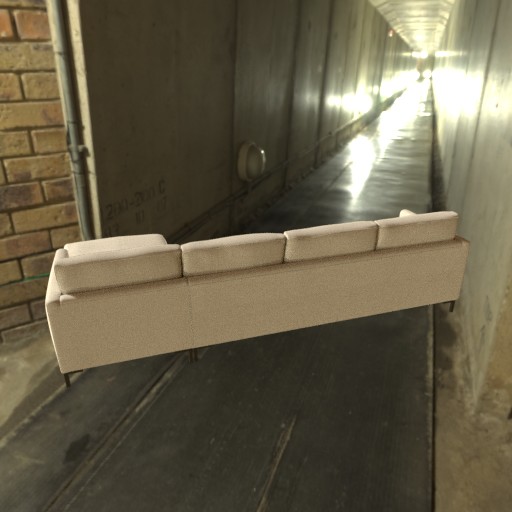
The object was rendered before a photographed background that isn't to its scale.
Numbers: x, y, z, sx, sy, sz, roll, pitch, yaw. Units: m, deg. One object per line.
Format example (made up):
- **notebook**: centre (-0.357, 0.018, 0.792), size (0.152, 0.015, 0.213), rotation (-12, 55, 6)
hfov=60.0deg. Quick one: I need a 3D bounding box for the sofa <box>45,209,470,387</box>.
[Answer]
- **sofa**: centre (0.000, 0.000, 2.917), size (2.445, 0.677, 1.126), rotation (-8, 26, -16)
